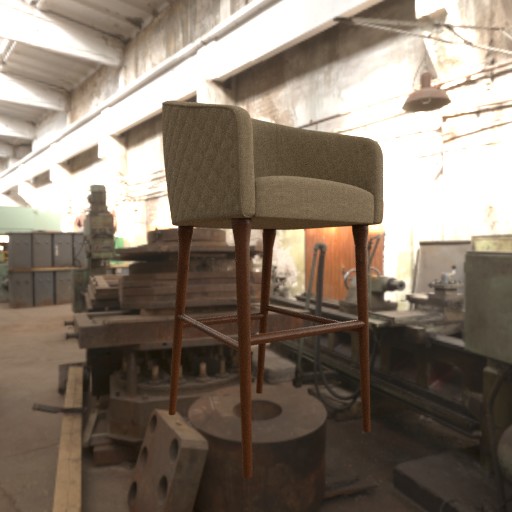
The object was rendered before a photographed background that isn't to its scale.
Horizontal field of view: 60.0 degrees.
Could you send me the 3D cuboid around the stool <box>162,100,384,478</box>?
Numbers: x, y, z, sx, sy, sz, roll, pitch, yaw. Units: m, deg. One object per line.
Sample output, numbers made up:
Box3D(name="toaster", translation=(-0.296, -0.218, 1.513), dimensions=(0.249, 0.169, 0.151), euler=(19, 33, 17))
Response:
Box3D(name="stool", translation=(0.000, 0.000, 1.433), dimensions=(0.559, 1.078, 0.607), euler=(0, 1, -37))
